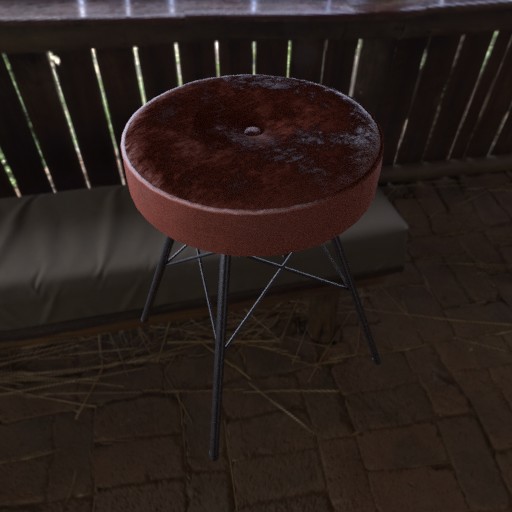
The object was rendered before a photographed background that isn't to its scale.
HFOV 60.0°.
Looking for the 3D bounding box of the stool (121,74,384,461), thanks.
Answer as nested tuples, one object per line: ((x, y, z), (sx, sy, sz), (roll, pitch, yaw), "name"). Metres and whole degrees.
((0.000, 0.000, 0.895), (0.457, 0.593, 0.421), (-23, 50, -21), "stool")
